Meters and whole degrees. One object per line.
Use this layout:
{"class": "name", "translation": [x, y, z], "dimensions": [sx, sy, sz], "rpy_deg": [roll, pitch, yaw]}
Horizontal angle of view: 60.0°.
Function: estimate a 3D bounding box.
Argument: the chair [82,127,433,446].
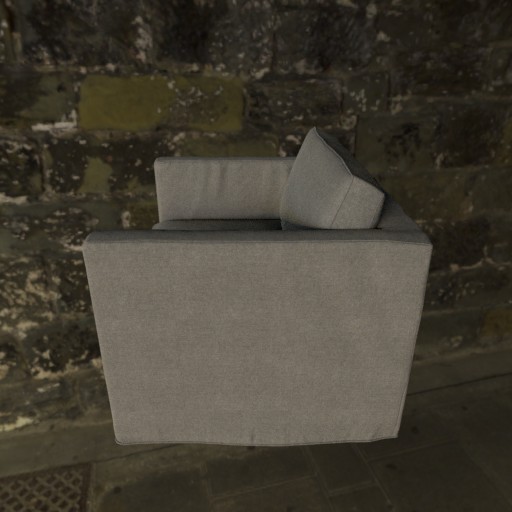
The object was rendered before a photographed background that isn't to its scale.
{"class": "chair", "translation": [0.000, 0.000, 1.716], "dimensions": [0.949, 0.863, 1.057], "rpy_deg": [0, 25, 0]}
